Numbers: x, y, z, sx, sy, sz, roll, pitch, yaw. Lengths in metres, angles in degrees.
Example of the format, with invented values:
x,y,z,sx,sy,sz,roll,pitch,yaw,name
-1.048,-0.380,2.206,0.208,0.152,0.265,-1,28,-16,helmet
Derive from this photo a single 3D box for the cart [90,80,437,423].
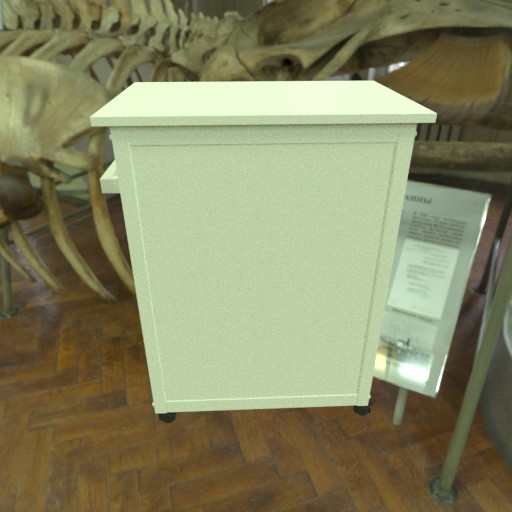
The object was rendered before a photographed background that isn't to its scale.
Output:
x,y,z,sx,sy,sz,roll,pitch,yaw,name
0.000,0.000,1.249,0.683,0.864,0.442,-1,29,-2,cart
